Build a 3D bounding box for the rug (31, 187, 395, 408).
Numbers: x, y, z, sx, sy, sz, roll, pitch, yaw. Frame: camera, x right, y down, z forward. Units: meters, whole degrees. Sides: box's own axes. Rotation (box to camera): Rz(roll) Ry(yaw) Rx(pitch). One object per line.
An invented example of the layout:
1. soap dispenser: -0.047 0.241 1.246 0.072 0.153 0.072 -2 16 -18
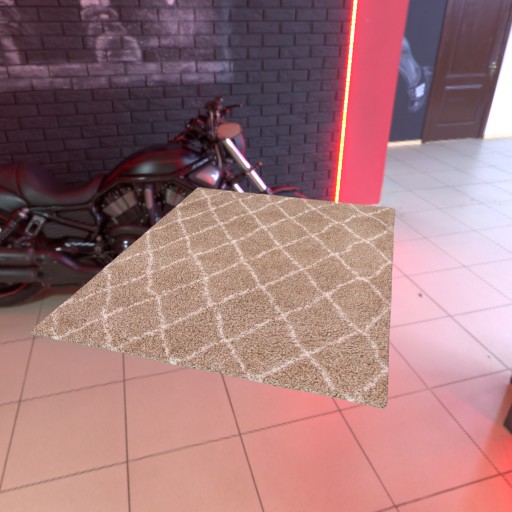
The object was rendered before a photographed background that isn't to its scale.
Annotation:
1. rug: 0.000 0.000 4.100 2.438 0.029 3.047 8 30 14
